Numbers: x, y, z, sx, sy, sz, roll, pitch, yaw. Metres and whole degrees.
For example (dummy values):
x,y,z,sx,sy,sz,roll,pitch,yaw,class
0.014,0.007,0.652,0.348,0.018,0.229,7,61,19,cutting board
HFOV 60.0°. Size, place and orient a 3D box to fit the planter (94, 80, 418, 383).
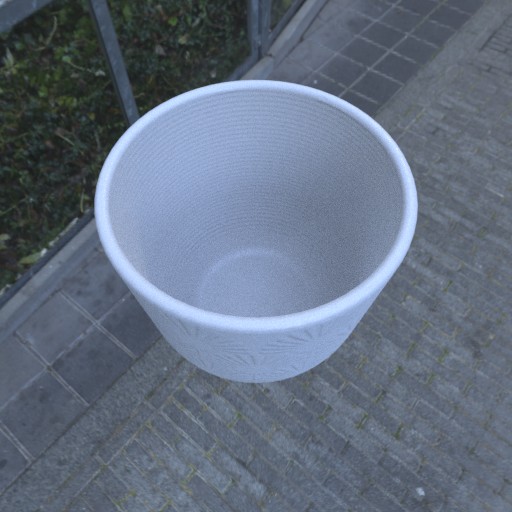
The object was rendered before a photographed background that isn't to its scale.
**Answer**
x,y,z,sx,sy,sz,roll,pitch,yaw,class
0.000,0.000,0.299,0.170,0.152,0.170,0,58,0,planter
